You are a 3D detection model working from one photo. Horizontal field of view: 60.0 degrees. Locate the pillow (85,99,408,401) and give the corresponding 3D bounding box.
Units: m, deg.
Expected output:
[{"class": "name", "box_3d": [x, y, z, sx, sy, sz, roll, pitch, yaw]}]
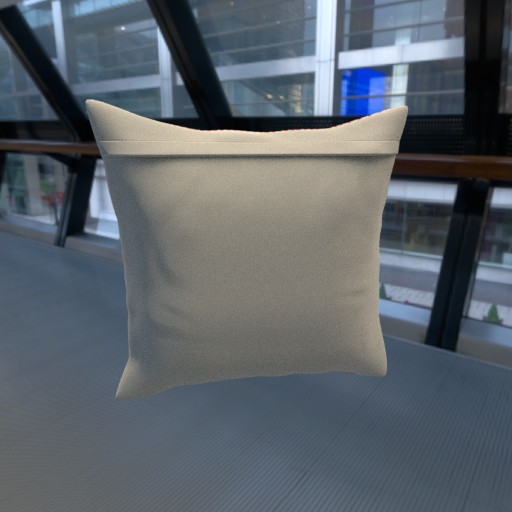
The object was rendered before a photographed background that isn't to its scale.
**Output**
[{"class": "pillow", "box_3d": [0.000, 0.000, 0.692, 0.463, 0.454, 0.160, -3, 15, -10]}]
